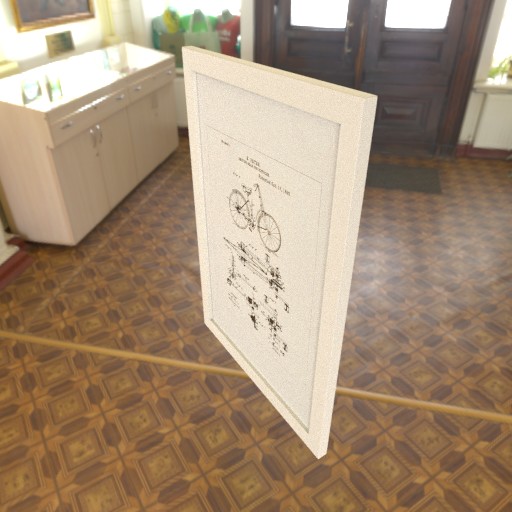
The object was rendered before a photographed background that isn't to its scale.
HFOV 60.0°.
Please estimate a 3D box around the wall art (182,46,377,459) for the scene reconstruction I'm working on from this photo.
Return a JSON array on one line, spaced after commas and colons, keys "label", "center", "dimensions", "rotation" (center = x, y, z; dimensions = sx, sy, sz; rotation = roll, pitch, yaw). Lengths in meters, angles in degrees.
[{"label": "wall art", "center": [0.000, 0.000, 0.596], "dimensions": [0.015, 0.477, 0.332], "rotation": [-20, 38, -27]}]
